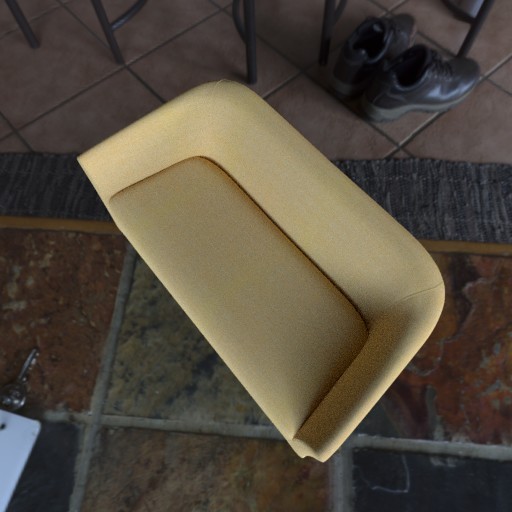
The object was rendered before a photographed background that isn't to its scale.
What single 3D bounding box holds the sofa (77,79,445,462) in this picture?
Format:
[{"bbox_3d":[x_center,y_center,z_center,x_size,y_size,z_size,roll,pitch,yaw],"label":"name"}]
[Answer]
[{"bbox_3d":[0.000,0.000,1.834,0.705,0.721,1.452,-37,70,-16],"label":"sofa"}]
